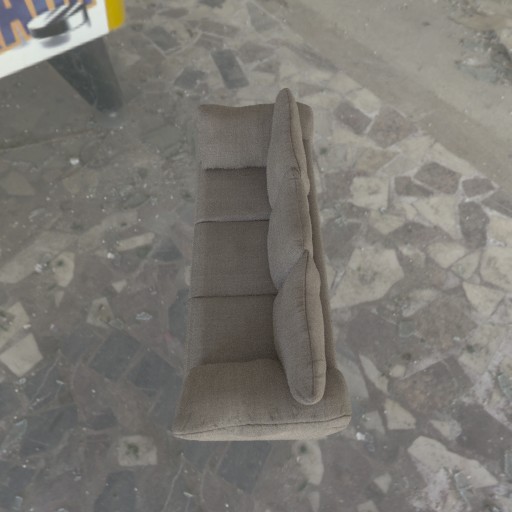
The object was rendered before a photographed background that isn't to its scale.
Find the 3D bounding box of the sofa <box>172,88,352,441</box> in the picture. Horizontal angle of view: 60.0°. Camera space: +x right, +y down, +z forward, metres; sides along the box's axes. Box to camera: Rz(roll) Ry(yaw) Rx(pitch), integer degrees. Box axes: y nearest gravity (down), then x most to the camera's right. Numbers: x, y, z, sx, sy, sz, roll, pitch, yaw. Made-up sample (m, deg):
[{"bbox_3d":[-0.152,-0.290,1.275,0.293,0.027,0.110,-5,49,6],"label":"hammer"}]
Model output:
[{"bbox_3d":[0.000,0.000,2.910,0.878,0.996,2.334,-1,58,-1],"label":"sofa"}]
